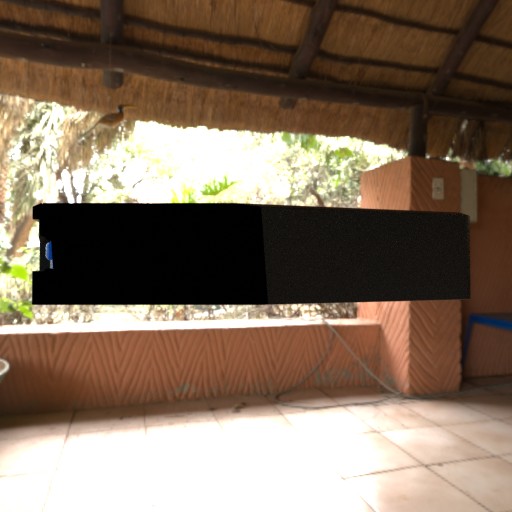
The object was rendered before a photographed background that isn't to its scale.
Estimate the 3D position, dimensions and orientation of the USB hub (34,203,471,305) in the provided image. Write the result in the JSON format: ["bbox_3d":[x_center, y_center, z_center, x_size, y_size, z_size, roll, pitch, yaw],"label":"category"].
[{"bbox_3d":[0.000,0.000,0.122,0.110,0.023,0.044,0,-1,-17],"label":"USB hub"}]
